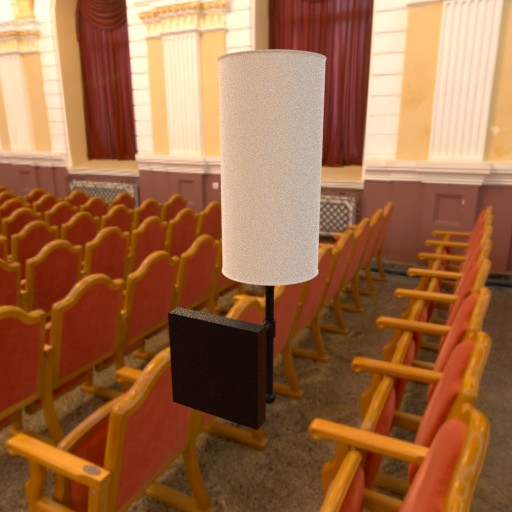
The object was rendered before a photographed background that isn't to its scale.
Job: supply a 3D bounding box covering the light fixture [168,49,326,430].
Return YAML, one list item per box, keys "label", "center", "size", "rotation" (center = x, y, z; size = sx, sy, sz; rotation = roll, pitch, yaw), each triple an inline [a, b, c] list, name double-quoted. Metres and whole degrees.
- label: "light fixture"
  center: [0.000, 0.000, 0.550]
  size: [0.128, 0.462, 0.208]
  rotation: [8, 17, 27]
